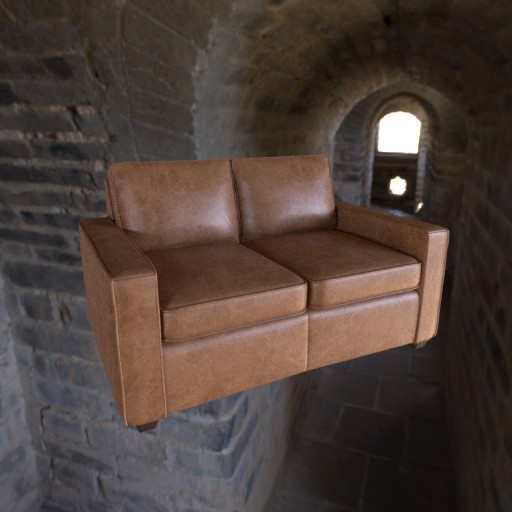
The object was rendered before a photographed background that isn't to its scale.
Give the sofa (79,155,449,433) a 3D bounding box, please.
[{"bbox_3d":[0.000,0.000,2.155,1.532,0.896,1.020,-8,19,-26],"label":"sofa"}]
